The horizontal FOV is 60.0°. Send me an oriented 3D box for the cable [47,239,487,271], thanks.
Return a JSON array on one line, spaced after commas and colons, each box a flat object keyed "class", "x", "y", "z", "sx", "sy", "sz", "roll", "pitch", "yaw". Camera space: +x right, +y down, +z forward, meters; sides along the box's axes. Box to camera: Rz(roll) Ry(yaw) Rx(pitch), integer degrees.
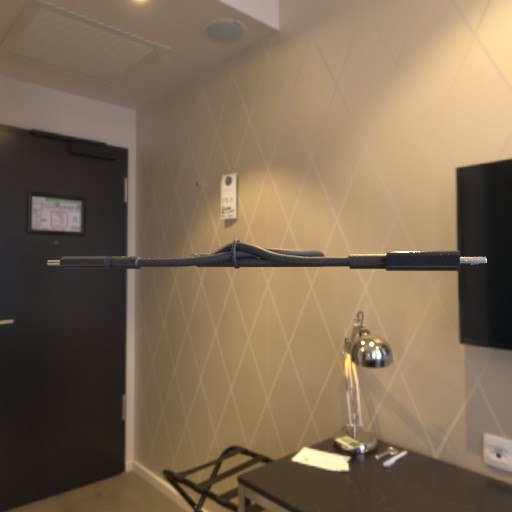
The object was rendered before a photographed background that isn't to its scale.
[{"class": "cable", "x": 0.000, "y": 0.000, "z": 0.217, "sx": 0.192, "sy": 0.014, "sz": 0.070, "roll": -1, "pitch": -2, "yaw": 18}]
